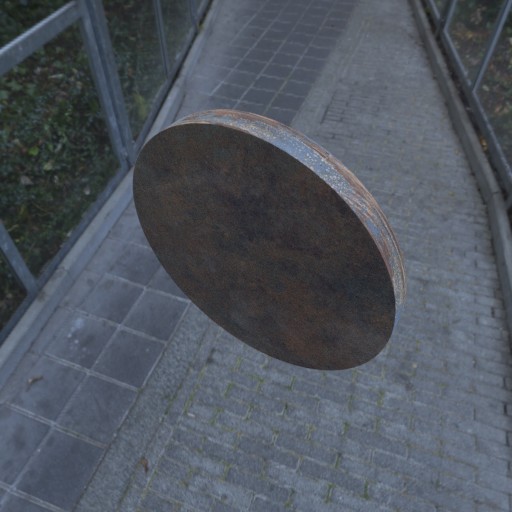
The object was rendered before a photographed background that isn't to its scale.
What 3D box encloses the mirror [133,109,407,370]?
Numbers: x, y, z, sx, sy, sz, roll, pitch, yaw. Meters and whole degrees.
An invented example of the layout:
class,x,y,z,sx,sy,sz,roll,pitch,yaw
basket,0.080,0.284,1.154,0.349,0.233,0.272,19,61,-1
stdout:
class,x,y,z,sx,sy,sz,roll,pitch,yaw
mirror,0.000,0.000,0.878,0.585,0.585,0.061,25,52,22
